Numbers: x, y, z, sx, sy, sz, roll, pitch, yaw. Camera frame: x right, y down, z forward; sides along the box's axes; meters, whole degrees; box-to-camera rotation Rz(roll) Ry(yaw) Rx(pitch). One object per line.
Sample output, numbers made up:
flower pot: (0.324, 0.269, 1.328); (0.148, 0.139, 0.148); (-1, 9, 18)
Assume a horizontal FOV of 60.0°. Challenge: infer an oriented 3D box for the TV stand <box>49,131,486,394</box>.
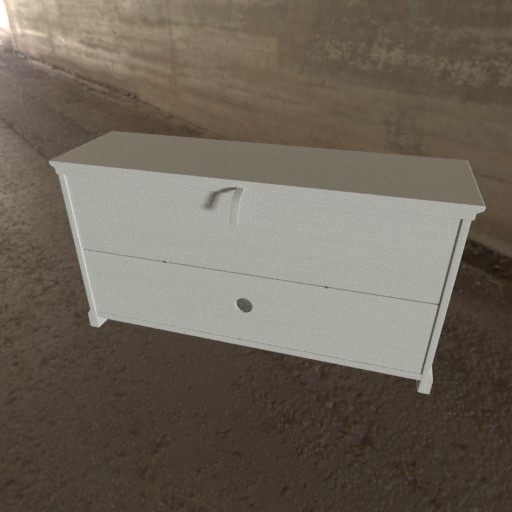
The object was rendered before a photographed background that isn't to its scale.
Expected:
TV stand: (0.000, 0.000, 1.442); (1.187, 0.624, 0.424); (8, 32, 14)
